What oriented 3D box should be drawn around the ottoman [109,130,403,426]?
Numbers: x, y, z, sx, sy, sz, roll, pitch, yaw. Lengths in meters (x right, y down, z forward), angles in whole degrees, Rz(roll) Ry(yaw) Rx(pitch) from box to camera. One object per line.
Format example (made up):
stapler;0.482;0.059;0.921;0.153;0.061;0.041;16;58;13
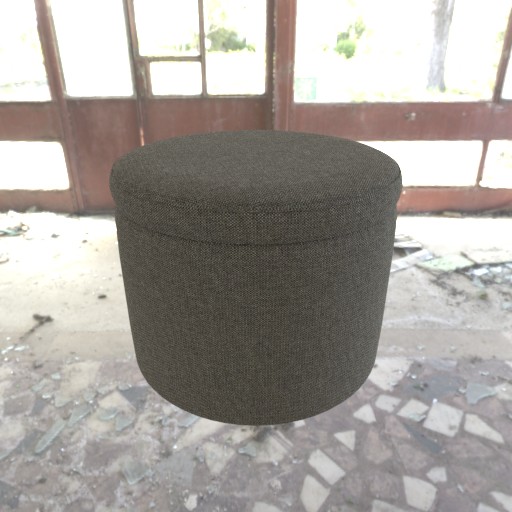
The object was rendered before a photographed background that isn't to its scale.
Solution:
ottoman;0.000;0.000;0.892;0.520;0.430;0.520;0;27;0
